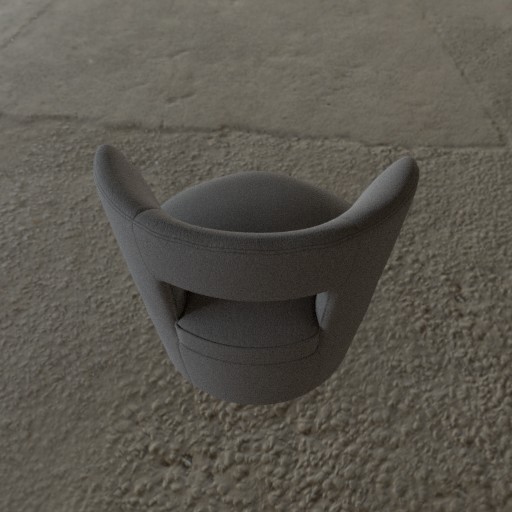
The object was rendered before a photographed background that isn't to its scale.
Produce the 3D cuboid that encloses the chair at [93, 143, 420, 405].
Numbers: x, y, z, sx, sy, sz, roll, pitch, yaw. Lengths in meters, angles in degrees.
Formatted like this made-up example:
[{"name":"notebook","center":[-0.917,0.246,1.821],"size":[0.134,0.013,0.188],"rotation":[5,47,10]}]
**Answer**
[{"name":"chair","center":[0.000,0.000,1.218],"size":[0.689,0.719,0.660],"rotation":[3,46,3]}]
